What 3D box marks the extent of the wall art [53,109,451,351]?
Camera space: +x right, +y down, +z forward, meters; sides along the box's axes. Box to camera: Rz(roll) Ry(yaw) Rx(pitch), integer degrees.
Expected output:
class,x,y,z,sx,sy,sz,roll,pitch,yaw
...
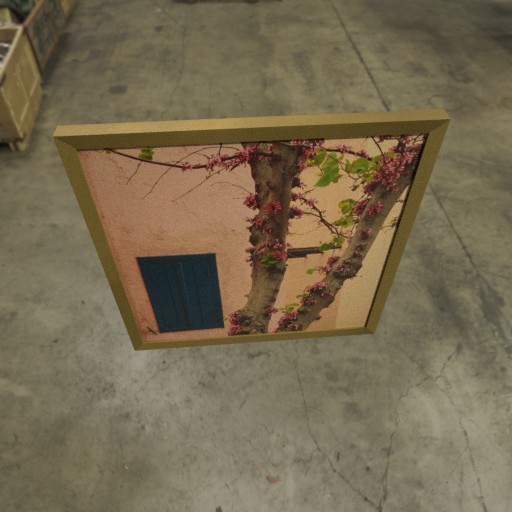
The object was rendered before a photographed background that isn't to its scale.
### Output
class,x,y,z,sx,sy,sz,roll,pitch,yaw
wall art,0.000,0.000,1.138,0.762,0.762,0.038,-3,47,-3
